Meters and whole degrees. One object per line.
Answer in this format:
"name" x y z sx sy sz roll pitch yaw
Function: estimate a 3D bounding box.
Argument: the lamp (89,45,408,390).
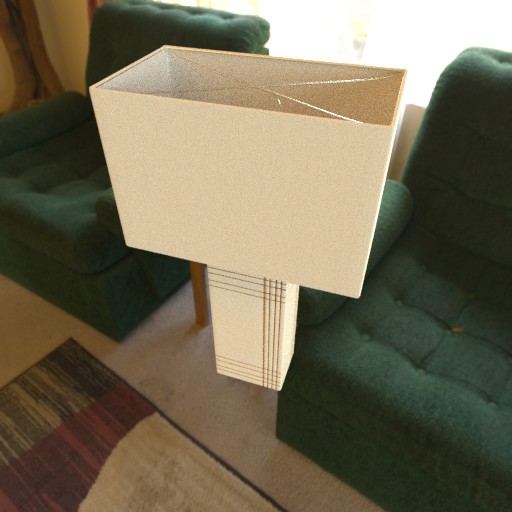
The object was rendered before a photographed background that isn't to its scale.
"lamp" 0.000 0.000 0.691 0.334 0.543 0.182 12 41 14
